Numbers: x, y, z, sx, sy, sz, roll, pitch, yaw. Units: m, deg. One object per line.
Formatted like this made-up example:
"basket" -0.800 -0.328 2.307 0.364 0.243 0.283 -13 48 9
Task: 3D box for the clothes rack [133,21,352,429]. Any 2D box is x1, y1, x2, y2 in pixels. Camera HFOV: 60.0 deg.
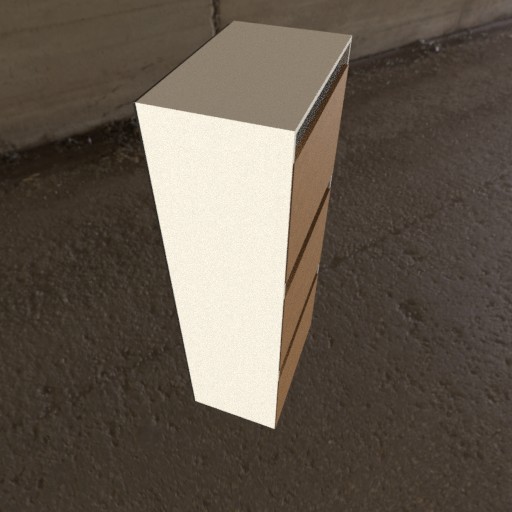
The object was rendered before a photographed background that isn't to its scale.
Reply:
"clothes rack" 0.000 0.000 1.390 0.330 1.187 0.500 14 47 14
